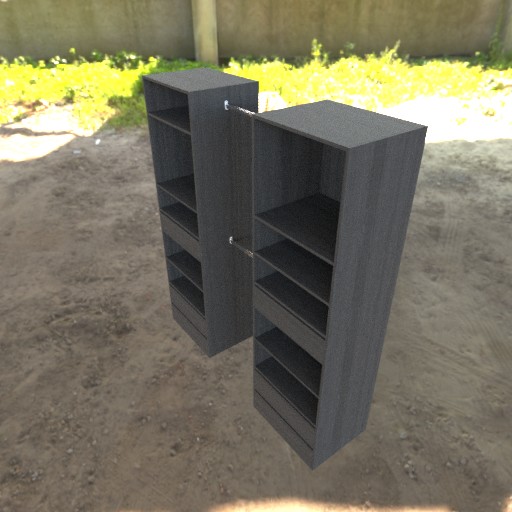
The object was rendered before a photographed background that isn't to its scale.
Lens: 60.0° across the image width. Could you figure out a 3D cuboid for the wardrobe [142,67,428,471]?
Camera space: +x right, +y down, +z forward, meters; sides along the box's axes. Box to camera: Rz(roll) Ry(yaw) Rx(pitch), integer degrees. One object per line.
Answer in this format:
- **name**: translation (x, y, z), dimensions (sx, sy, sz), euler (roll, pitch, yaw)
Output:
- **wardrobe**: translation (0.000, 0.000, 2.869), dimensions (0.480, 2.000, 1.770), euler (-22, 38, -31)
